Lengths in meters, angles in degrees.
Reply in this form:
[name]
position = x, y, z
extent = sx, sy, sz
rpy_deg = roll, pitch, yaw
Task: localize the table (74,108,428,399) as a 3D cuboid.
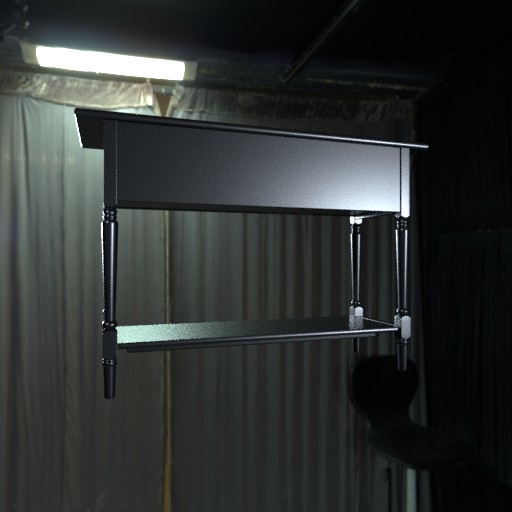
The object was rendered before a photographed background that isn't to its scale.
[table]
position = 0.000, 0.000, 1.593
extent = 1.191, 0.819, 0.386
rpy_deg = 0, 0, -19
